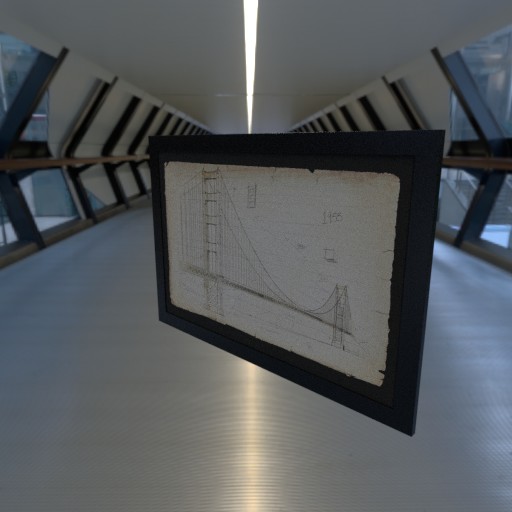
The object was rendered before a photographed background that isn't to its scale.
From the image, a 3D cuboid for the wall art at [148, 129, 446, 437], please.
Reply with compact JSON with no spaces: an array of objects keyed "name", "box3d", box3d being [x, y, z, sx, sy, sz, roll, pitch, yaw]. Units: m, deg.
[{"name":"wall art","box3d":[0.000,0.000,0.839,0.660,0.447,0.013,13,19,42]}]
